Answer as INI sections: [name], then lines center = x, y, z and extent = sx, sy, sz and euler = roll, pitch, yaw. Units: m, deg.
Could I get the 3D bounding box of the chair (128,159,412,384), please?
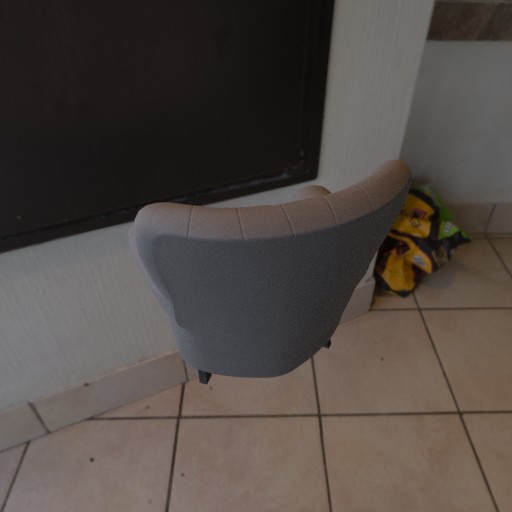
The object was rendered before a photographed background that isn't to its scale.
[chair]
center = 0.000, 0.000, 1.856
extent = 0.983, 1.046, 0.983
euler = -13, 42, -15
